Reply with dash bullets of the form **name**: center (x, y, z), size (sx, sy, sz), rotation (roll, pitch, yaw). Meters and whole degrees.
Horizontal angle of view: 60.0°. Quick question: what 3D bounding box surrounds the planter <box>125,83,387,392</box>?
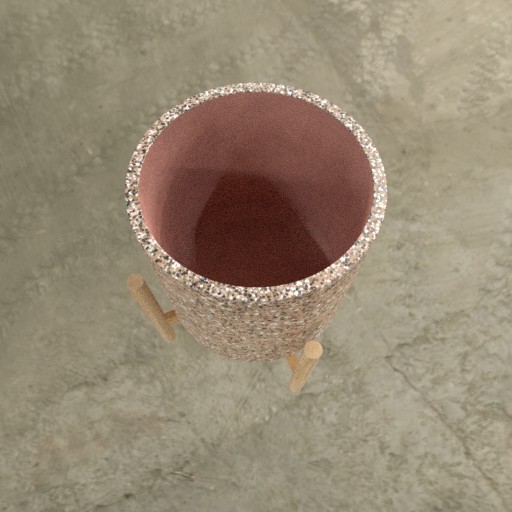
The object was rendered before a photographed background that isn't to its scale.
- **planter**: center (0.000, 0.000, 0.703), size (0.360, 0.419, 0.360), rotation (-1, 65, -1)
